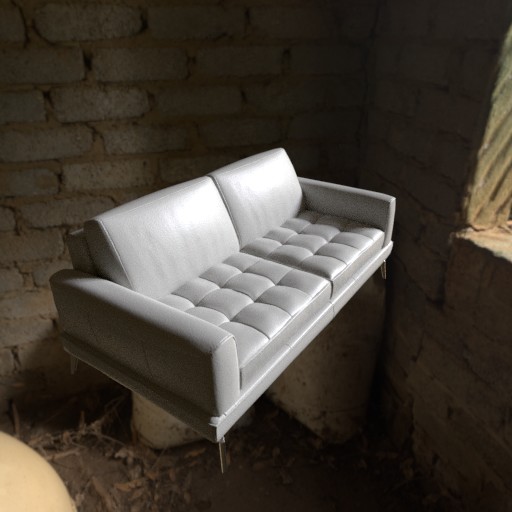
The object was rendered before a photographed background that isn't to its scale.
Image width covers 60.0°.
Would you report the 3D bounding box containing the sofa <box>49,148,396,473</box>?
[{"bbox_3d":[0.000,0.000,2.777,1.121,0.930,2.177,18,32,30],"label":"sofa"}]
